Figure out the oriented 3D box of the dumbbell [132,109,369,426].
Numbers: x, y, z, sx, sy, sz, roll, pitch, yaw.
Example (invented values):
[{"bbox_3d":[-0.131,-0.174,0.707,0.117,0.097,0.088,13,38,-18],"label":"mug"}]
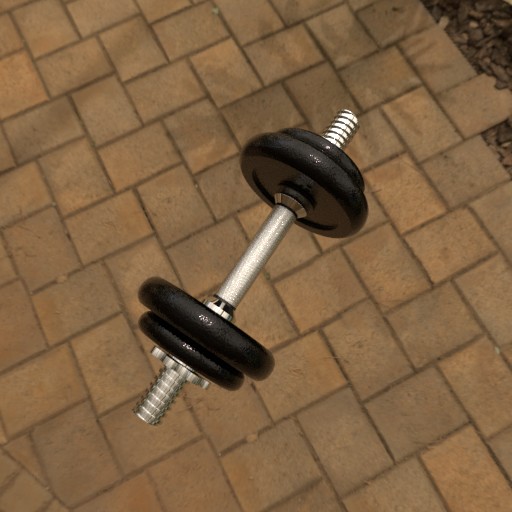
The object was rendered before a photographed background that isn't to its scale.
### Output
[{"bbox_3d":[0.000,0.000,0.600,0.202,0.202,0.497,32,78,8],"label":"dumbbell"}]
